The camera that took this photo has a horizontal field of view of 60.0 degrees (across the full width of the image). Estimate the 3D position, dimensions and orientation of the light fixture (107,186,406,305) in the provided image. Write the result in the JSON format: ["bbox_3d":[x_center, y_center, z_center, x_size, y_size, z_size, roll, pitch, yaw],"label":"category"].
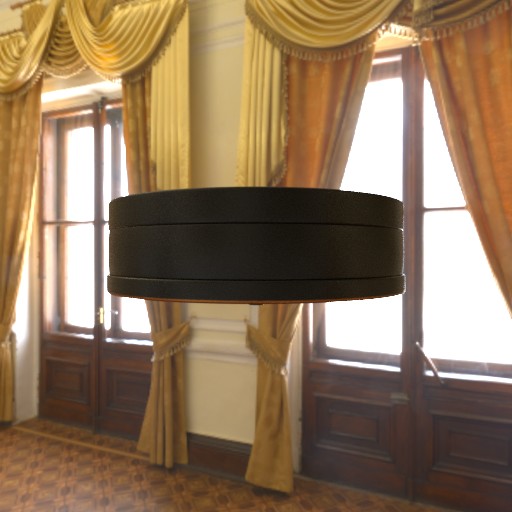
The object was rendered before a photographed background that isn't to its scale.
[{"bbox_3d":[0.000,0.000,0.443,0.283,0.097,0.283,0,0,0],"label":"light fixture"}]
